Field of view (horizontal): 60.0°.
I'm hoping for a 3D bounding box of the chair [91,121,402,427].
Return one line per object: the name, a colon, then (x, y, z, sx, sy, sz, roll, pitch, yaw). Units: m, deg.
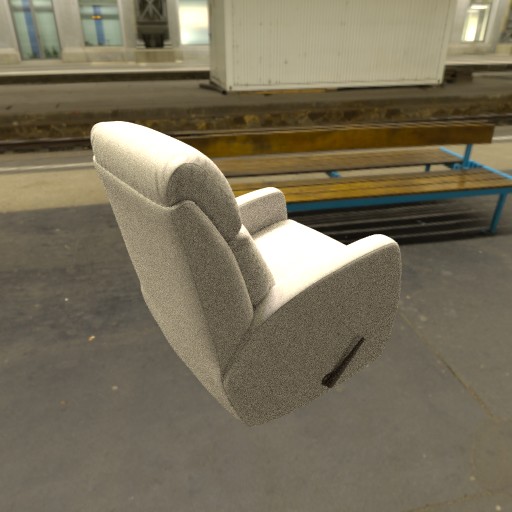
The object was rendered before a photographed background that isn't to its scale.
chair: (0.000, 0.000, 1.686, 0.941, 1.015, 0.812, -19, 33, -31)
